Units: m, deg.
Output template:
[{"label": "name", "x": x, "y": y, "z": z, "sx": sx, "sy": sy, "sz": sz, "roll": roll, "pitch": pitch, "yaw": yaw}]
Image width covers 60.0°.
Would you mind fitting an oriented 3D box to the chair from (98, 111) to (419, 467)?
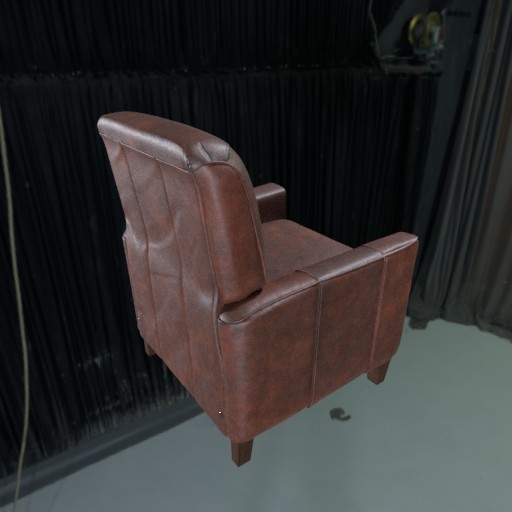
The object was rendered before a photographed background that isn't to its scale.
[{"label": "chair", "x": 0.000, "y": 0.000, "z": 1.646, "sx": 0.836, "sy": 1.043, "sz": 0.843, "roll": -17, "pitch": 30, "yaw": -32}]
